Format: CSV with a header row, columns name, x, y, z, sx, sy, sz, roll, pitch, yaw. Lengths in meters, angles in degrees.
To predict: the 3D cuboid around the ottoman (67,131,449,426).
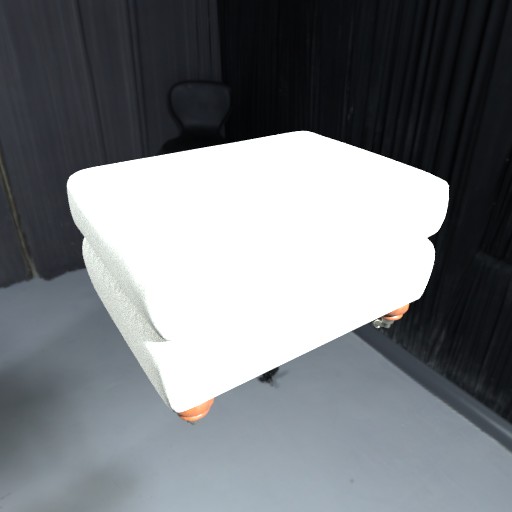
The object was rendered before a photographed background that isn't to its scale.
name,x,y,z,sx,sy,sz,roll,pitch,yaw
ottoman,0.000,0.000,1.153,0.773,0.499,0.569,-18,35,-28
